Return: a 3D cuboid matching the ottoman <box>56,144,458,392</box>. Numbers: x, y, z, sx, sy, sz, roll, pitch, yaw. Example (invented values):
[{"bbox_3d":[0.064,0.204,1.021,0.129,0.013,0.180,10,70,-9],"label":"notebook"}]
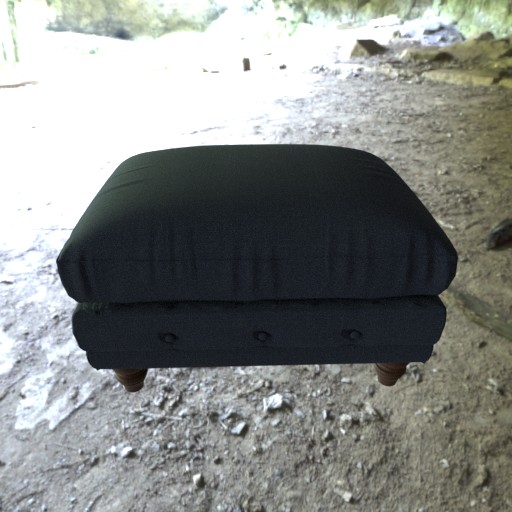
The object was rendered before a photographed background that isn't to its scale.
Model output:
[{"bbox_3d":[0.000,0.000,1.126,0.767,0.486,0.558,-1,31,-2],"label":"ottoman"}]
